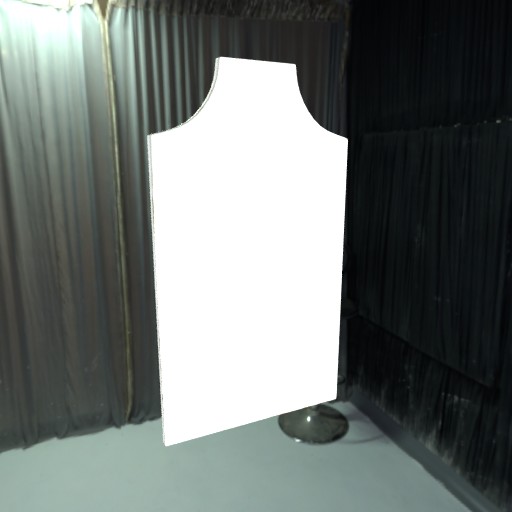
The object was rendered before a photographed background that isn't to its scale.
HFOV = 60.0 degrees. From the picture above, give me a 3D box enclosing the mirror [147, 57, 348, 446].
[{"bbox_3d":[0.000,0.000,0.878,0.403,0.717,0.022,-6,14,-25],"label":"mirror"}]
